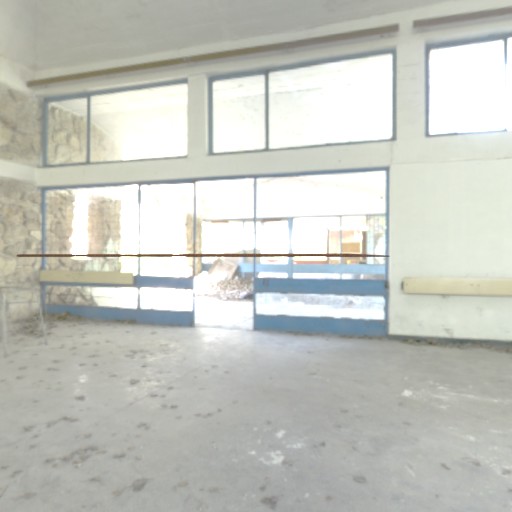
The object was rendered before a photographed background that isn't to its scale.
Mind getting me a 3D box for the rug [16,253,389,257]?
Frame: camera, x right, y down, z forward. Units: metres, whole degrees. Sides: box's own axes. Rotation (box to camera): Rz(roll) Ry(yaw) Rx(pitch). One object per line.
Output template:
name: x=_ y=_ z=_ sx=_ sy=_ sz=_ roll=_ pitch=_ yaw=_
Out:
rug: x=0.000 y=0.000 z=2.280 sx=1.219 sy=0.010 sz=1.829 roll=0 pitch=0 yaw=20
